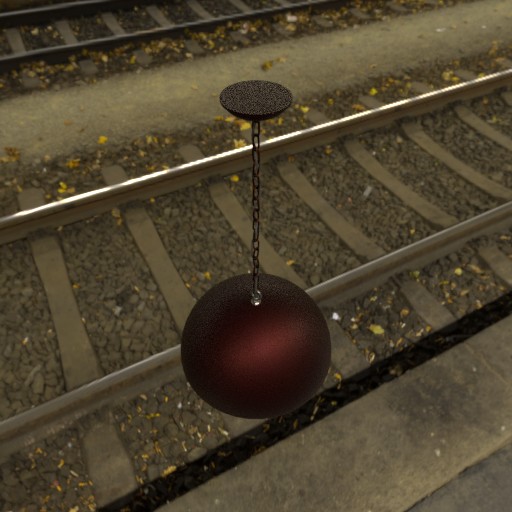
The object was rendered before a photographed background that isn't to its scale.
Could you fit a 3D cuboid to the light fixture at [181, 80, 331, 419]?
[{"bbox_3d":[0.000,0.000,1.151,0.492,0.869,0.492,32,54,27],"label":"light fixture"}]
